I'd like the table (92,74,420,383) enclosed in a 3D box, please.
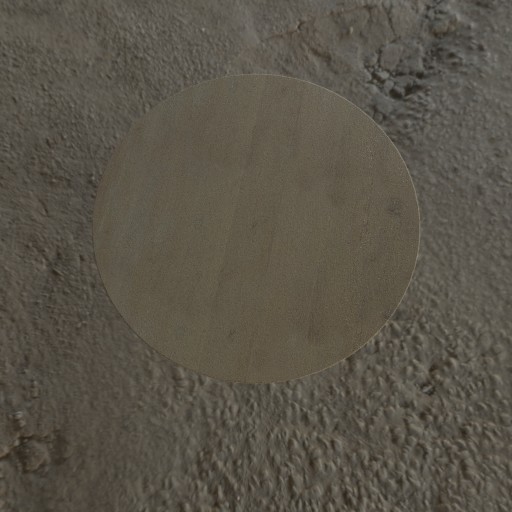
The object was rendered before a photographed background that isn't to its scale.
[{"bbox_3d":[0.000,0.000,1.459,0.800,0.780,0.800,0,74,0],"label":"table"}]
